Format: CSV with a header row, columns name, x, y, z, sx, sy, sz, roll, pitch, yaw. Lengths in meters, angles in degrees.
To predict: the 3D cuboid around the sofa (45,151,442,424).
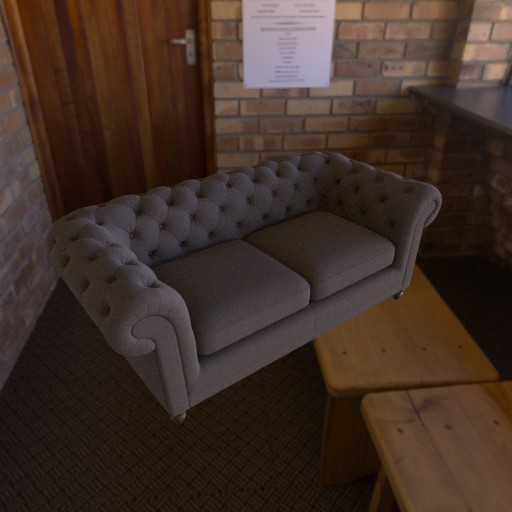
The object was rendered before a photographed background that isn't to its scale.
name,x,y,z,sx,sy,sz,roll,pitch,yaw
sofa,0.000,0.000,2.490,1.998,0.764,0.986,-21,36,-32
